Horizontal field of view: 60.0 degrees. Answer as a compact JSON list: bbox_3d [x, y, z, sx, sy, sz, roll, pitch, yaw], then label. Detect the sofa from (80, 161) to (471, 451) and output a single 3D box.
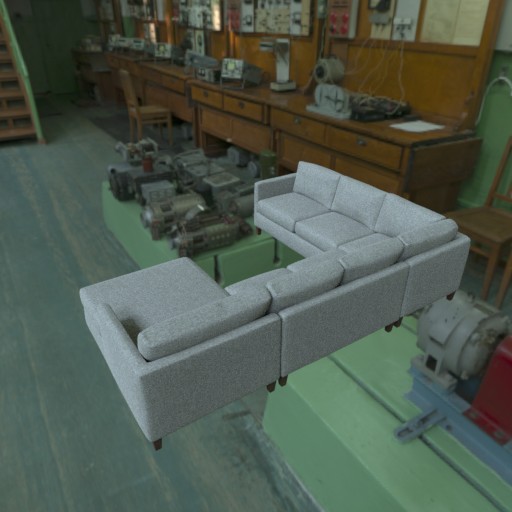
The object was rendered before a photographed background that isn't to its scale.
[{"bbox_3d":[0.000,0.000,4.585,3.460,0.959,2.593,-18,34,-29],"label":"sofa"}]
